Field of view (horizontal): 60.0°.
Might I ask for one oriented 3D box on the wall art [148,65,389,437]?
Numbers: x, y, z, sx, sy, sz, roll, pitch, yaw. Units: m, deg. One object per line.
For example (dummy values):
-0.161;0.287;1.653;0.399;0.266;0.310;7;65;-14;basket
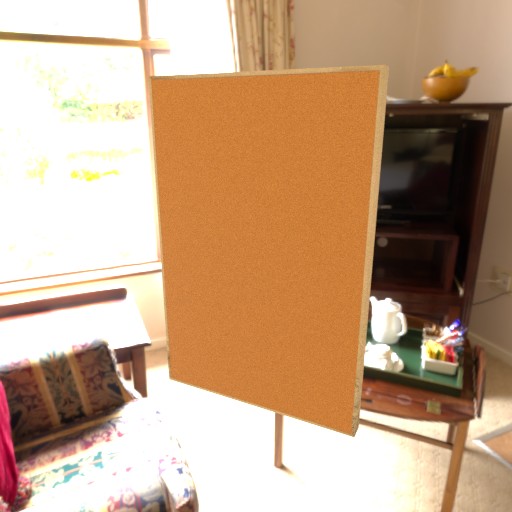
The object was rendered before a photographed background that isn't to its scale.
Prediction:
0.000;0.000;0.992;0.508;0.764;0.038;9;20;25;wall art
